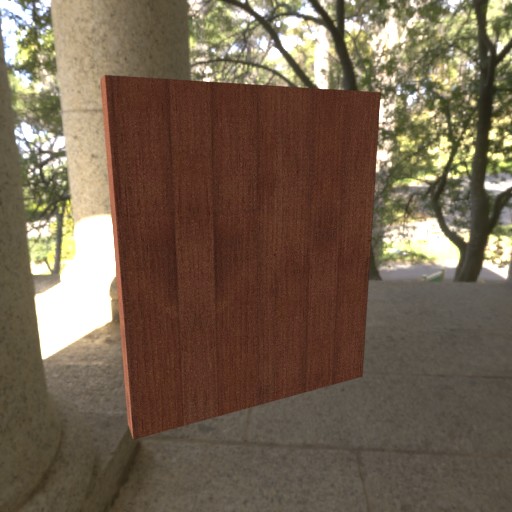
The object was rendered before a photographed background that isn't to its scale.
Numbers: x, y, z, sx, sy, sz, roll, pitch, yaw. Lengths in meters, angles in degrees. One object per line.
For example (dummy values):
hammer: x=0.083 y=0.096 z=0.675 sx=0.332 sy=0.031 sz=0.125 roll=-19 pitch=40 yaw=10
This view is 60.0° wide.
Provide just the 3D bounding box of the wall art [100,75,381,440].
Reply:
wall art: x=0.000 y=0.000 z=0.625 sx=0.377 sy=0.449 sz=0.039 roll=-7 pitch=16 yaw=-25
